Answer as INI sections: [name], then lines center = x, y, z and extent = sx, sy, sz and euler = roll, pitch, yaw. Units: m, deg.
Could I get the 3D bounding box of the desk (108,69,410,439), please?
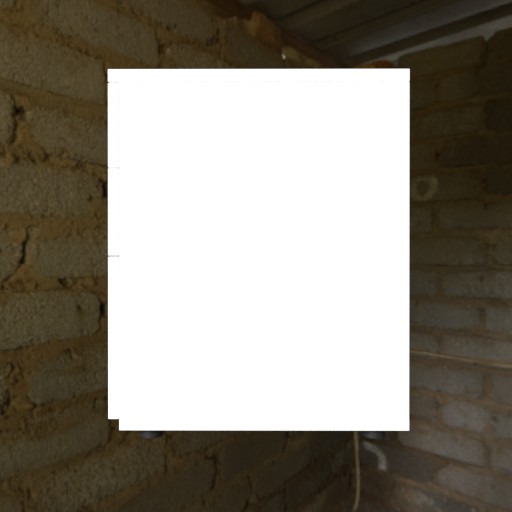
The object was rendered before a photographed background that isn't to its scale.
[desk]
center = 0.000, 0.000, 1.066
extent = 0.600, 0.730, 0.404
euler = 0, 0, 0
